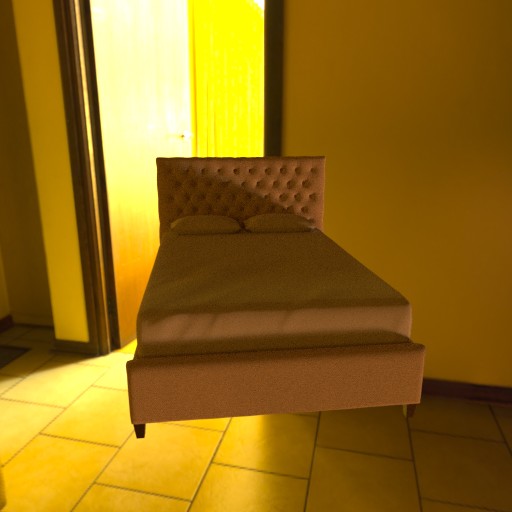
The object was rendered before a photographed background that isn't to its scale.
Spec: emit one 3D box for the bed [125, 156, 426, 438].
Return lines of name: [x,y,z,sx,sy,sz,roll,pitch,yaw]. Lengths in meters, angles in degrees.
bed: [0.000,0.000,3.488,1.698,1.427,2.387,-2,15,-7]
